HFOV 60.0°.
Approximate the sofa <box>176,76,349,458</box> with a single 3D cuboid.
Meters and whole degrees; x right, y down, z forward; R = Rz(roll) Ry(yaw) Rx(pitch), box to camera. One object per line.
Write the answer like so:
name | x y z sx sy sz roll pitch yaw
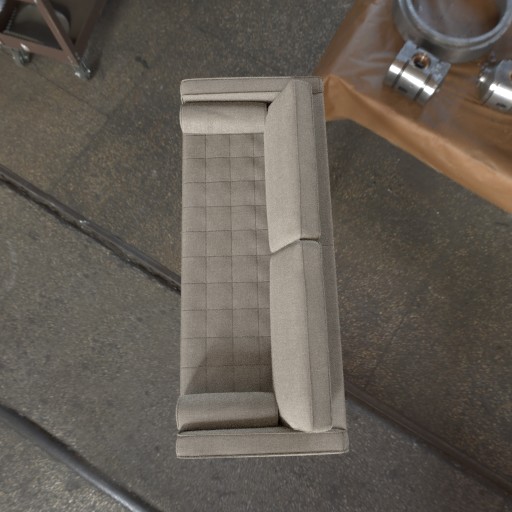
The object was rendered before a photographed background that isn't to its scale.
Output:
sofa | 0.000 0.000 2.685 0.914 0.762 2.211 -2 77 0
